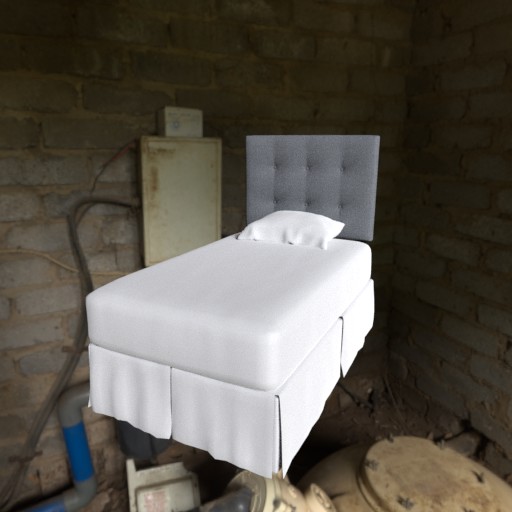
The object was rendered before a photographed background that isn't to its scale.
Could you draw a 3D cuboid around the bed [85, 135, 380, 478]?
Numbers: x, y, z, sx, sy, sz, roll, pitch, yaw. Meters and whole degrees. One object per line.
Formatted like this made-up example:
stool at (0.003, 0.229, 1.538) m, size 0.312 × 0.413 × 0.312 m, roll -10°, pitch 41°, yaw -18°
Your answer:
bed at (0.000, 0.000, 2.971) m, size 1.261 × 1.571 × 1.997 m, roll 7°, pitch 17°, yaw 26°
